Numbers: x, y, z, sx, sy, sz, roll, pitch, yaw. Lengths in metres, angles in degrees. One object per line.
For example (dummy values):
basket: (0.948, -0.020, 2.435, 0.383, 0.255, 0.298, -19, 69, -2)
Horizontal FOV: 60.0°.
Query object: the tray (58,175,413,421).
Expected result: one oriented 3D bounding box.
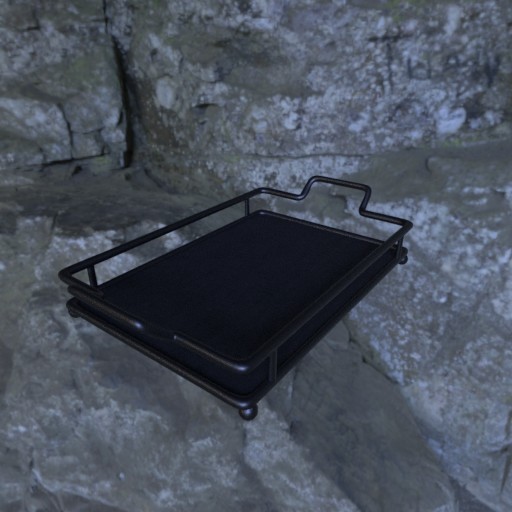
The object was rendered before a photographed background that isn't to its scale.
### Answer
tray: (0.000, 0.000, 0.614, 0.297, 0.101, 0.495, 19, 32, 33)
